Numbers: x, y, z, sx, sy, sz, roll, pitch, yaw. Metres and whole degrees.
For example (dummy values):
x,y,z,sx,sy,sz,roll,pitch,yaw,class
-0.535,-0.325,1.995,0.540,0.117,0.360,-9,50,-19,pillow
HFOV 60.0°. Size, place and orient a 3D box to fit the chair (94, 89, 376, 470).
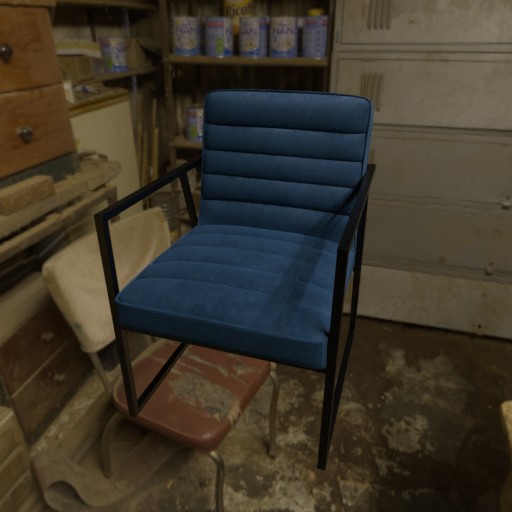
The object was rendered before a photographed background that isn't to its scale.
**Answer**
x,y,z,sx,sy,sz,roll,pitch,yaw,class
0.000,0.000,1.267,0.571,0.833,0.677,9,28,16,chair
